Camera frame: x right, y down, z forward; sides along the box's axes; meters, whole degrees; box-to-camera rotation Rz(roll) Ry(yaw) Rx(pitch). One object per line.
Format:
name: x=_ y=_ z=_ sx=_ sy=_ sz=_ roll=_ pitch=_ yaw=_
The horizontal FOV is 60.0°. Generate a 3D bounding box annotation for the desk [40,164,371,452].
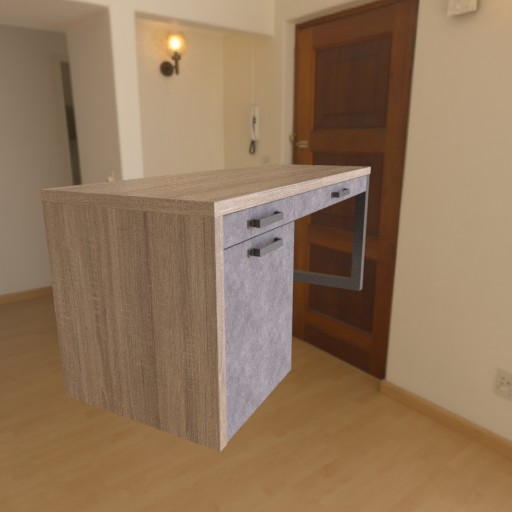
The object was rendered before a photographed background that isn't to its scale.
desk: x=0.000 y=0.000 z=2.104 sx=0.690 sy=0.760 sz=1.700 roll=7 pitch=17 yaw=26
